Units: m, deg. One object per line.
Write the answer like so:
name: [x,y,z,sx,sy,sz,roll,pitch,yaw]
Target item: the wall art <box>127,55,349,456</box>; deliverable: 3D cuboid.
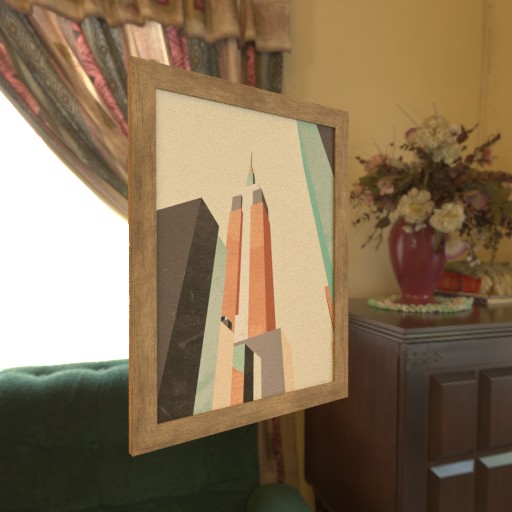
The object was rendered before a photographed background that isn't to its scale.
wall art: [0.000,0.000,0.919,0.534,0.686,0.018,-1,1,-35]
